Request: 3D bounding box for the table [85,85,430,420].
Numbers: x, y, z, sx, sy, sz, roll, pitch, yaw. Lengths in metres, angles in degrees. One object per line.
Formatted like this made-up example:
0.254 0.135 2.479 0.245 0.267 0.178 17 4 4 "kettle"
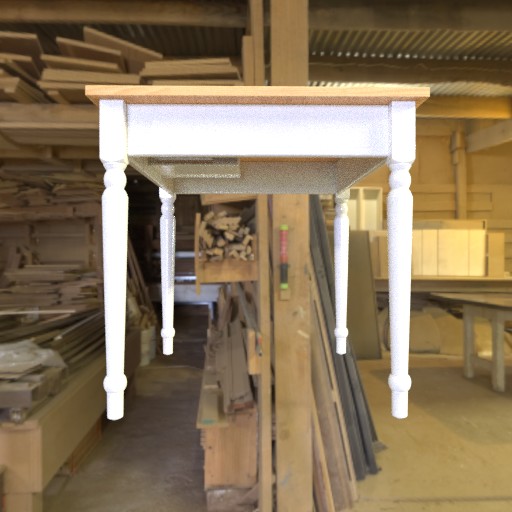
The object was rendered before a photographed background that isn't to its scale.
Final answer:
0.000 0.000 1.334 0.747 0.738 0.747 0 0 -1 "table"
